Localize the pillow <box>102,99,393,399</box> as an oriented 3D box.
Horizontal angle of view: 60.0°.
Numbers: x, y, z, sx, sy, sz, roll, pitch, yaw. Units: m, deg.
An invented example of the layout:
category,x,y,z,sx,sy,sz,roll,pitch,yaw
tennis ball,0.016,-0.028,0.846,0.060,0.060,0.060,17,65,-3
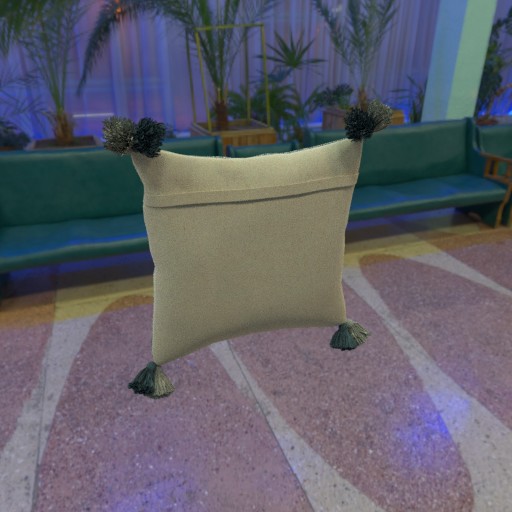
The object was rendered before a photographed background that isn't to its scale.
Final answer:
category,x,y,z,sx,sy,sz,roll,pitch,yaw
pillow,0.000,0.000,0.960,0.614,0.634,0.138,-8,28,-16
